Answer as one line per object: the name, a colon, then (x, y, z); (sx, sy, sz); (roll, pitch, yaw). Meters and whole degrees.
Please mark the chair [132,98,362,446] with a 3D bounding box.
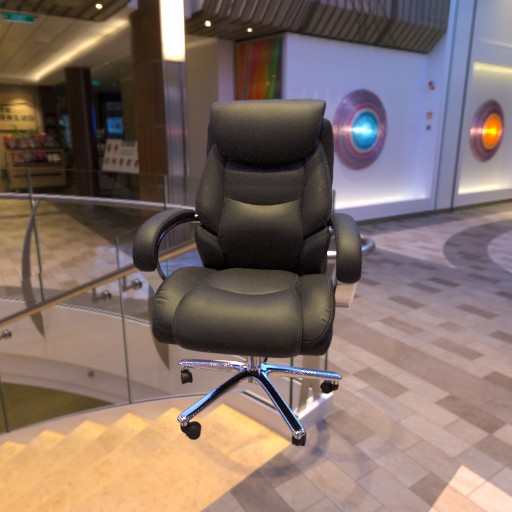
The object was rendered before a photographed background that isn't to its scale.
chair: (0.000, 0.000, 1.696); (0.755, 1.183, 0.790); (3, 16, 10)
